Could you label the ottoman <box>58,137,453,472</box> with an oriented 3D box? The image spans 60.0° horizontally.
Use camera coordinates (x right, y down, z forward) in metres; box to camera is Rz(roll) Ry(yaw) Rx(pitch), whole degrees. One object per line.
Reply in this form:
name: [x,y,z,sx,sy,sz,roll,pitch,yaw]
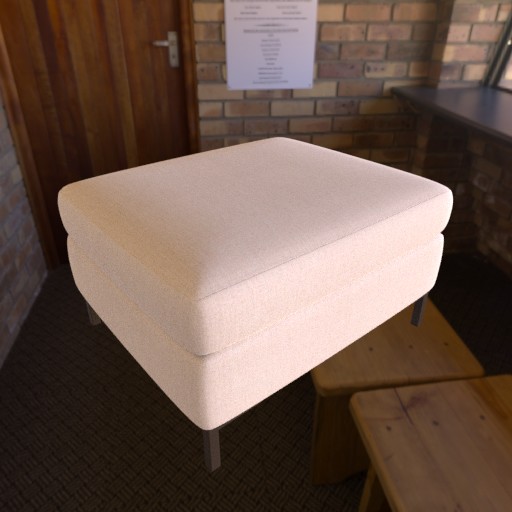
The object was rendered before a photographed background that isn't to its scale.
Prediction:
ottoman: [0.000,0.000,1.179,0.794,0.453,0.657,-22,36,-34]
